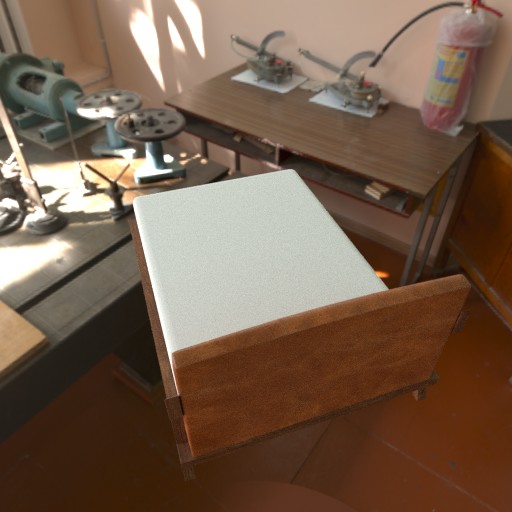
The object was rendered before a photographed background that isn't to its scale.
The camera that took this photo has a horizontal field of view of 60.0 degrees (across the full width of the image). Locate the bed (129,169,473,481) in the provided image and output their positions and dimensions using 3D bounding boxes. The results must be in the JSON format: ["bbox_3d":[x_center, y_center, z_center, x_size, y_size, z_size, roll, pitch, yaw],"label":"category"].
[{"bbox_3d":[0.000,0.000,3.214,1.651,1.168,2.311,-13,43,-14],"label":"bed"}]
